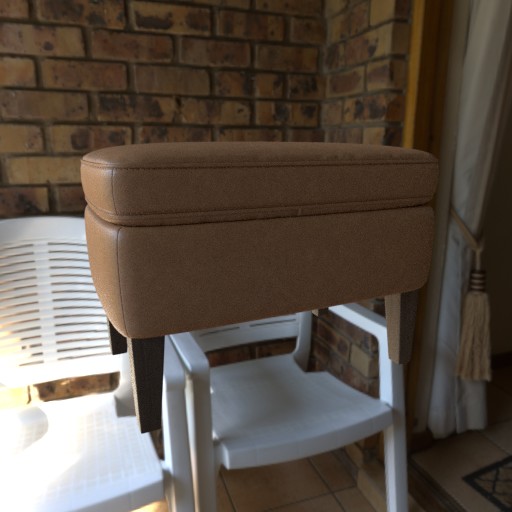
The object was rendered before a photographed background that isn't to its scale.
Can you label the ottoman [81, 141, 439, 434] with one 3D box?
[{"bbox_3d":[0.000,0.000,0.962,0.670,0.480,0.420,-7,15,-25],"label":"ottoman"}]
